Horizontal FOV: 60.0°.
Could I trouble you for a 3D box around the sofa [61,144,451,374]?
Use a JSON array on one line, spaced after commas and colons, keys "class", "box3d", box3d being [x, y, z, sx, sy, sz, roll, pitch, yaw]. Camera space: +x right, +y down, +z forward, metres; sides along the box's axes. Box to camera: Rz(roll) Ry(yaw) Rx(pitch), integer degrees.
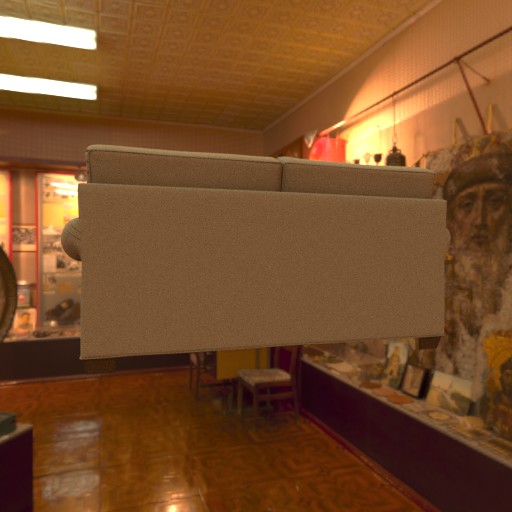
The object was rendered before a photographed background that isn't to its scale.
[{"class": "sofa", "box3d": [0.000, 0.000, 2.428, 1.930, 0.952, 0.940, 0, 0, -18]}]
